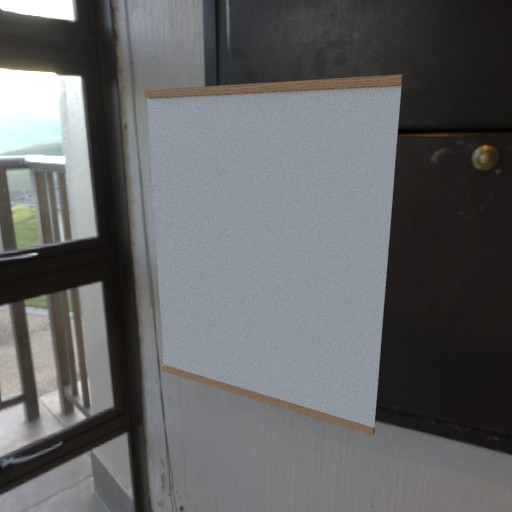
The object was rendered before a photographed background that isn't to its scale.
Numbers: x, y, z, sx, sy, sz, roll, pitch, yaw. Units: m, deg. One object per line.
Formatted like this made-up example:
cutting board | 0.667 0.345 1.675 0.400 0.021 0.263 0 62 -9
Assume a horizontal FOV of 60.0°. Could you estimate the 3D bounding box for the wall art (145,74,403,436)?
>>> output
wall art | 0.000 0.000 0.696 0.404 0.507 0.010 8 17 27
